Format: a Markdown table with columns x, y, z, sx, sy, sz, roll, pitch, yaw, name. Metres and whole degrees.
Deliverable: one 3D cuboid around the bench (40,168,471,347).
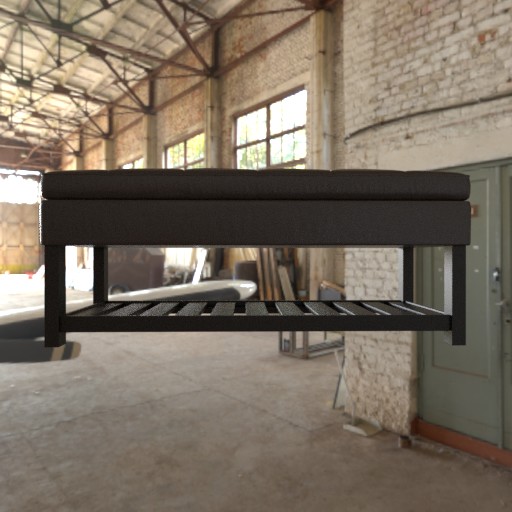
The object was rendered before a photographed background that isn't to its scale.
| x | y | z | sx | sy | sz | roll | pitch | yaw | name |
| --- | --- | --- | --- | --- | --- | --- | --- | --- | --- |
| 0.000 | 0.000 | 1.331 | 1.105 | 0.460 | 0.432 | 0 | 0 | -1 | bench |
